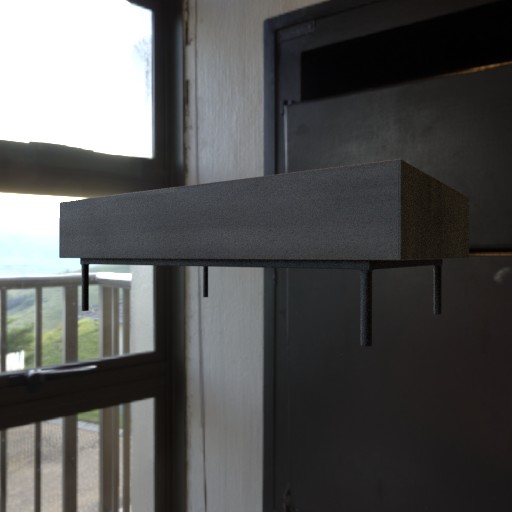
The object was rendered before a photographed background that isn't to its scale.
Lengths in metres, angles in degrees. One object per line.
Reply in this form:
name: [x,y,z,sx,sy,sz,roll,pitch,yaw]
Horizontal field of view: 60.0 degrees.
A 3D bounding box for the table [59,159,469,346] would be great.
table: [0.000,0.000,1.361,1.088,0.347,0.643,0,0,35]
